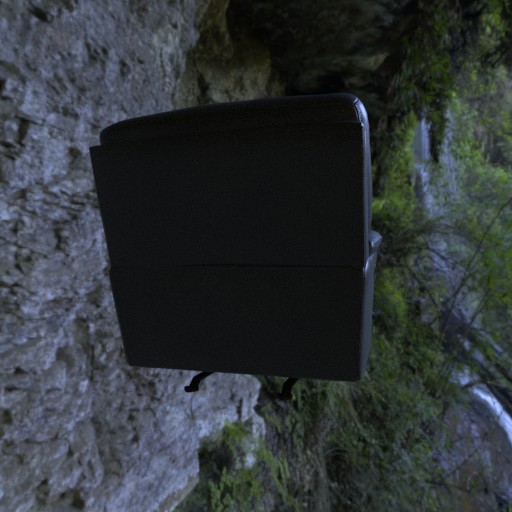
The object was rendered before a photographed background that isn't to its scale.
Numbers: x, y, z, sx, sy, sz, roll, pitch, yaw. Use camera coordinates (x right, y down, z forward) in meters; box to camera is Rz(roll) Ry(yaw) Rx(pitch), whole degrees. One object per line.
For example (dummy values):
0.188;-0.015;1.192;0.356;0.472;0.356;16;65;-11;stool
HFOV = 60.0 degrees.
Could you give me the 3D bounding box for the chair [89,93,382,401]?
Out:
0.000;0.000;2.001;1.096;1.109;1.087;-1;-2;16;chair
